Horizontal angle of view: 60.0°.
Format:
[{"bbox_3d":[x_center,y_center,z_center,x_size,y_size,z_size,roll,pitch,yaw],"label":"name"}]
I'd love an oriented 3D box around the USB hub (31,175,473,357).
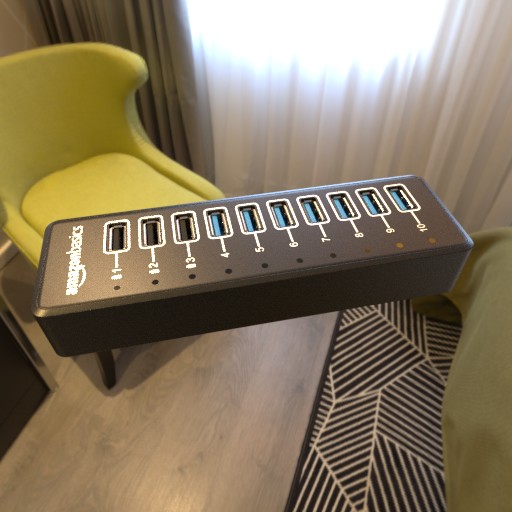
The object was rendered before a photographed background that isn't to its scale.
[{"bbox_3d":[0.000,0.000,0.162,0.145,0.023,0.044,-8,46,-8],"label":"USB hub"}]
